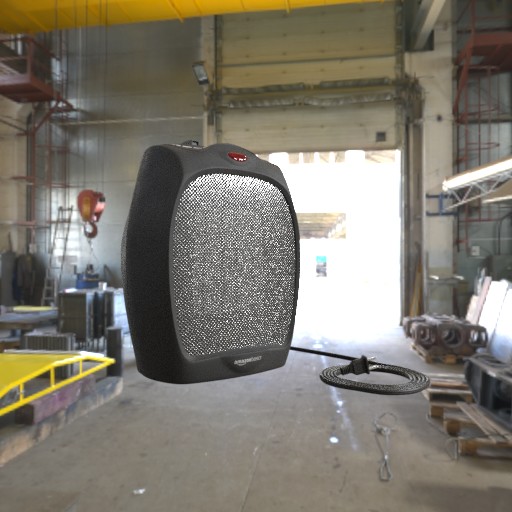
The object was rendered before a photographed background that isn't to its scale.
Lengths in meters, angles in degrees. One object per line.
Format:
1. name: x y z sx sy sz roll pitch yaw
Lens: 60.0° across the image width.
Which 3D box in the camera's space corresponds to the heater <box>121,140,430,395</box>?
1. heater: 0.000 0.000 0.460 0.239 0.240 0.291 0 -1 -36
